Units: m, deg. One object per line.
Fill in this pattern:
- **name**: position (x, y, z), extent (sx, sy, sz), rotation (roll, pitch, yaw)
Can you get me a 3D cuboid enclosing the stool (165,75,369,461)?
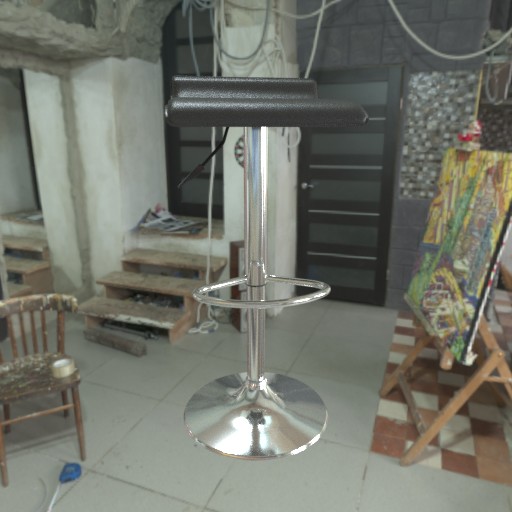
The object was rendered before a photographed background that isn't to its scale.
- **stool**: position (0.000, 0.000, 1.068), extent (0.381, 0.851, 0.381), rotation (-2, 15, -8)
